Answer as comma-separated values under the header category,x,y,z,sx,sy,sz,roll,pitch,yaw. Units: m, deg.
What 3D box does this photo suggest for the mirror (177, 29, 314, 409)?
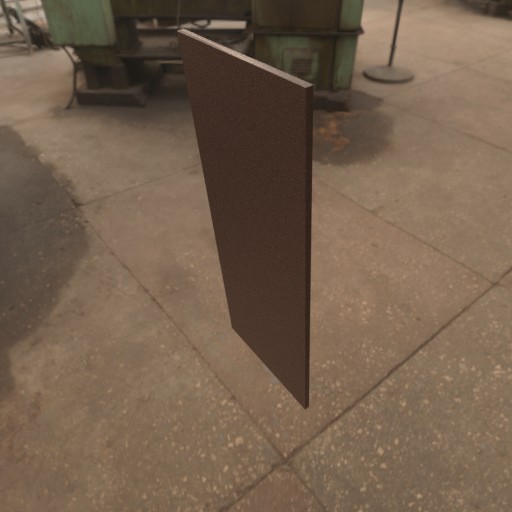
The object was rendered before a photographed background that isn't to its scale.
category,x,y,z,sx,sy,sz,roll,pitch,yaw
mirror,0.000,0.000,2.298,0.221,2.020,0.812,-25,47,-27
